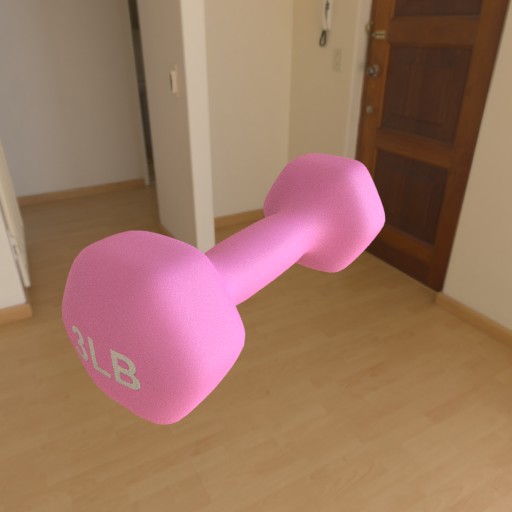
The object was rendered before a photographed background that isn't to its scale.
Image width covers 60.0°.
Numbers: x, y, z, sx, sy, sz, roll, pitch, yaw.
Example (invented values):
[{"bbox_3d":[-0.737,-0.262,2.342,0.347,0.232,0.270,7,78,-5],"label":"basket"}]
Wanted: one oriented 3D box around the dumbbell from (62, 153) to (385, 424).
[{"bbox_3d":[0.000,0.000,0.188,0.064,0.058,0.159,18,32,31],"label":"dumbbell"}]
